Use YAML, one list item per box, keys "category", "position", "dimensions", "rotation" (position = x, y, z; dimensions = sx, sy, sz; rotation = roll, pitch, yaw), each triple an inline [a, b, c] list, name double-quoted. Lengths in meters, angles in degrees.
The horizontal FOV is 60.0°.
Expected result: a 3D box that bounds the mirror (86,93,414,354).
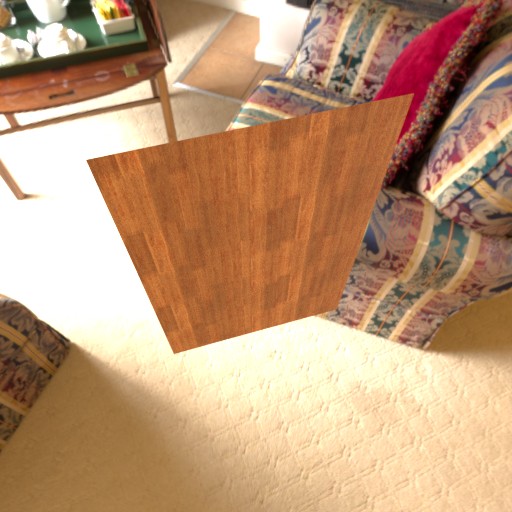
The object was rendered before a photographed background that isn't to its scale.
- category: "mirror"
  position: [0.000, 0.000, 1.283]
  dimensions: [0.651, 1.010, 0.047]
  rotation: [-14, 59, -9]
